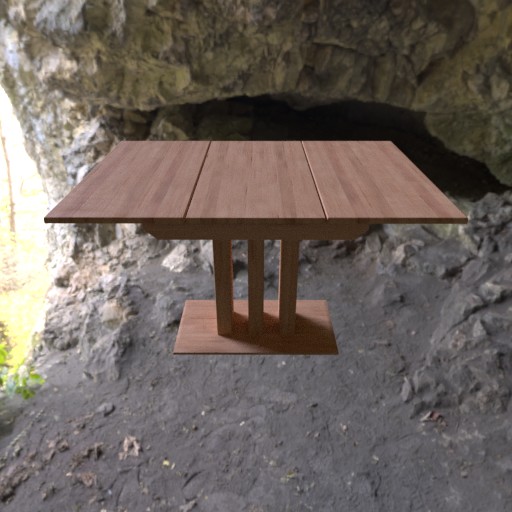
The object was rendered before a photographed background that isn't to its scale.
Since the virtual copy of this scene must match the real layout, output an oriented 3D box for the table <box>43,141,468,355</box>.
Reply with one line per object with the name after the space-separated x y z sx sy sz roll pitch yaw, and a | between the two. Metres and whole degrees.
0.000 0.000 1.933 1.300 0.770 0.900 0 29 0 | table
